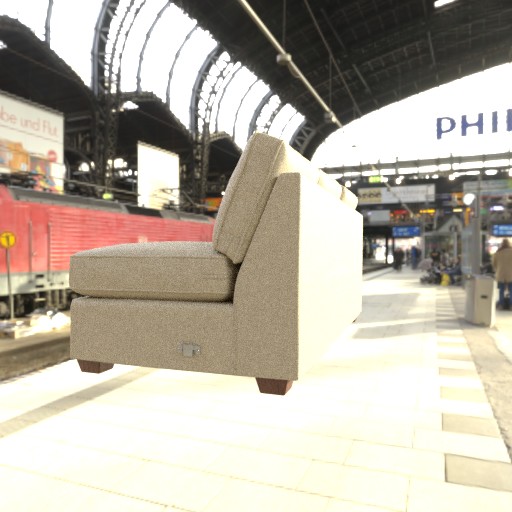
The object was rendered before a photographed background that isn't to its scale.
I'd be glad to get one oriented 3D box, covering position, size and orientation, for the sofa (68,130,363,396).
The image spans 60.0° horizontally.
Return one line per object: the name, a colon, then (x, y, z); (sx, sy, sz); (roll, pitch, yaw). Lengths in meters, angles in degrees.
sofa: (0.000, 0.000, 2.594); (1.027, 0.973, 1.962); (0, 1, 20)
